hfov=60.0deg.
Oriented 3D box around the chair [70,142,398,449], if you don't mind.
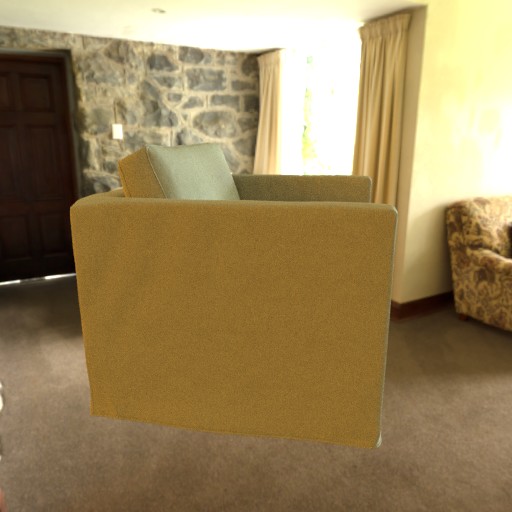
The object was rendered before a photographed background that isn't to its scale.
[{"bbox_3d":[0.000,0.000,1.745,0.949,0.863,1.057,3,15,10],"label":"chair"}]
